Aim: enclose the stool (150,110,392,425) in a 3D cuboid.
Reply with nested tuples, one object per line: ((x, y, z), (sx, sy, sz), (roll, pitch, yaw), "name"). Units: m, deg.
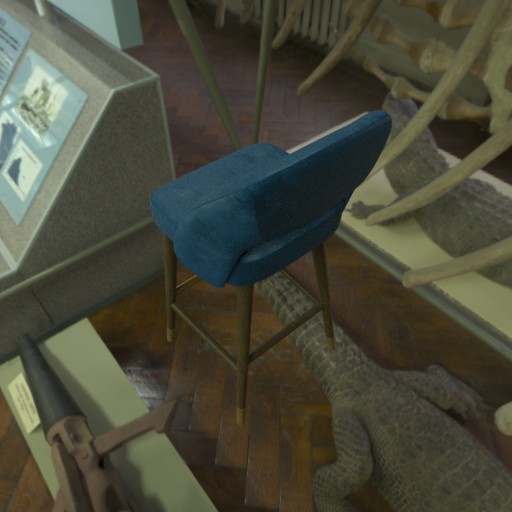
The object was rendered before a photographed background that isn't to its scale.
((0.000, 0.000, 1.313), (0.514, 1.016, 0.515), (-31, 54, -27), "stool")
